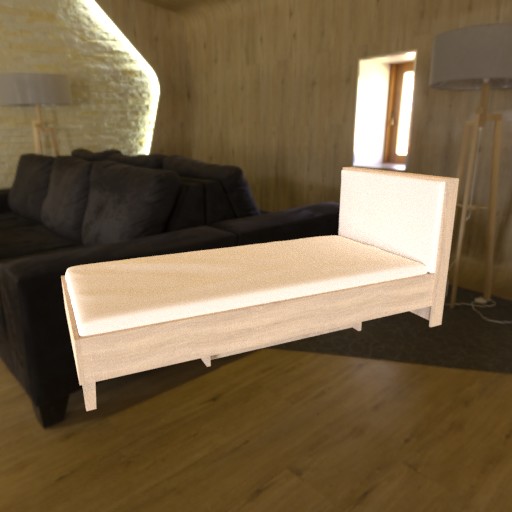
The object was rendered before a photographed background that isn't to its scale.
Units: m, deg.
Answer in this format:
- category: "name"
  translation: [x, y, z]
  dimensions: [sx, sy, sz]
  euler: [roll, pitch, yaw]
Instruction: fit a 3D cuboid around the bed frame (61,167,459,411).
- category: "bed frame"
  translation: [0.000, 0.000, 2.672]
  dimensions: [2.140, 0.920, 0.990]
  euler: [-7, 17, -25]
